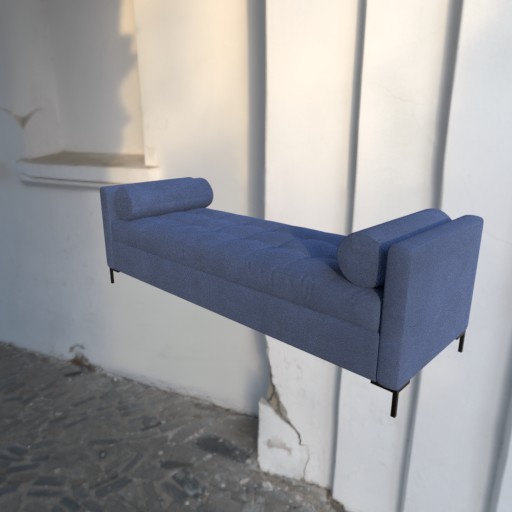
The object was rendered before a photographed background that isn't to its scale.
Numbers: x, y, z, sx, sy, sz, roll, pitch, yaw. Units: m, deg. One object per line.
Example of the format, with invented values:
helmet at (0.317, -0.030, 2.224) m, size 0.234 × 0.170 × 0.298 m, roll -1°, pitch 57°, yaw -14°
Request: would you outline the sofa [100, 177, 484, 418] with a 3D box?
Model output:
sofa at (0.000, 0.000, 2.342) m, size 1.981 × 0.635 × 0.686 m, roll 16°, pitch 23°, yaw 41°
